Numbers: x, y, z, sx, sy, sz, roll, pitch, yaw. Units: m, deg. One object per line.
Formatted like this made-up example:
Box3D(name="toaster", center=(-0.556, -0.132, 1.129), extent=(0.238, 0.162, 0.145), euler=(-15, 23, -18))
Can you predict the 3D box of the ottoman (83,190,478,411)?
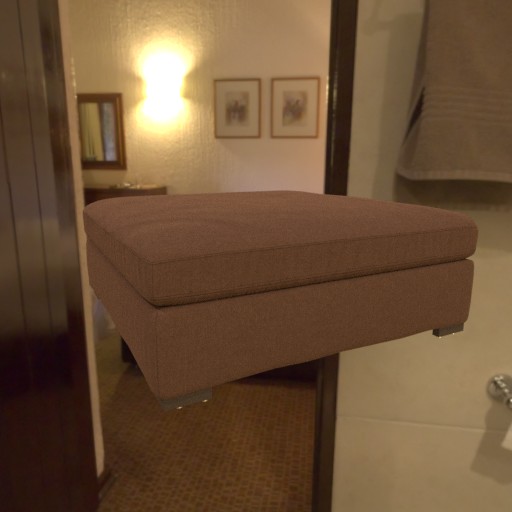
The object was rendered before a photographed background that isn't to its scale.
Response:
Box3D(name="ottoman", center=(0.000, 0.000, 1.804), extent=(1.181, 0.470, 1.181), euler=(-7, 14, -27))
